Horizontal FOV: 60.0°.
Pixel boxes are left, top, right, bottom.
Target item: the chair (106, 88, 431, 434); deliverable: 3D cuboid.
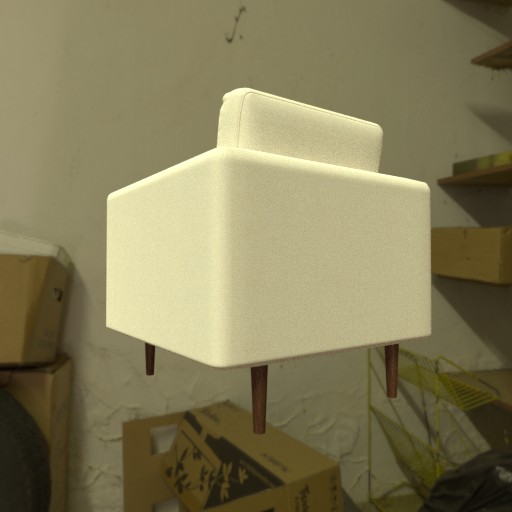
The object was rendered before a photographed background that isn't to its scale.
[{"bbox_3d":[0.000,0.000,1.576,0.831,0.899,0.879,1,-1,-35],"label":"chair"}]
